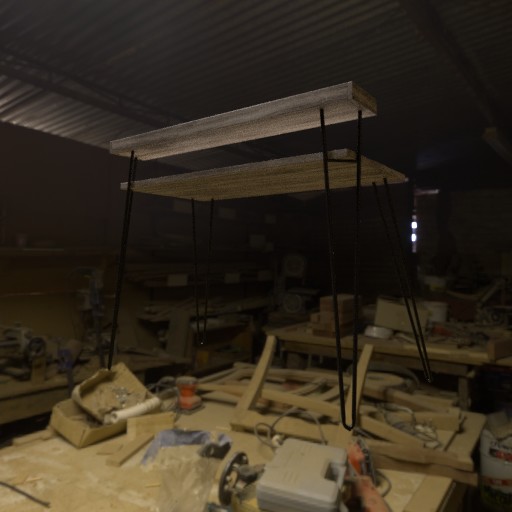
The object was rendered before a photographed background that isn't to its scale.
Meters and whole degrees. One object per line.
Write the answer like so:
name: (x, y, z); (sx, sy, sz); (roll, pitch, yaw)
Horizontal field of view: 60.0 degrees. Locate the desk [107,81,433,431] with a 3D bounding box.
desk: (0.000, 0.000, 1.674); (1.135, 0.899, 0.605); (0, 0, 36)
